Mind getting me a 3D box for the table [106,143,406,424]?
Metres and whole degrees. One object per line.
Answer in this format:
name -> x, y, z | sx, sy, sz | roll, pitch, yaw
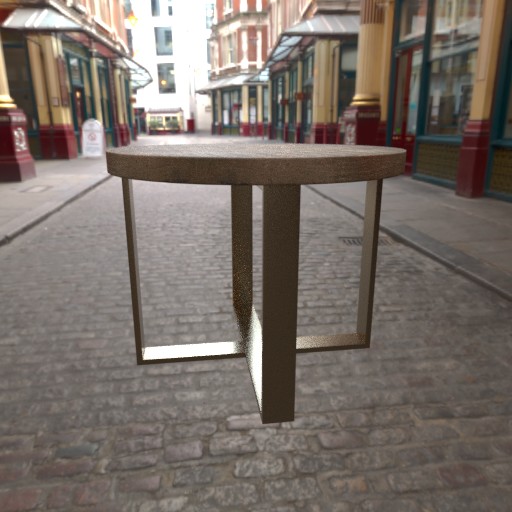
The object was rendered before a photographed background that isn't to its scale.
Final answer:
table -> 0.000, 0.000, 0.924 | 0.557, 0.437, 0.557 | 0, 16, 0
